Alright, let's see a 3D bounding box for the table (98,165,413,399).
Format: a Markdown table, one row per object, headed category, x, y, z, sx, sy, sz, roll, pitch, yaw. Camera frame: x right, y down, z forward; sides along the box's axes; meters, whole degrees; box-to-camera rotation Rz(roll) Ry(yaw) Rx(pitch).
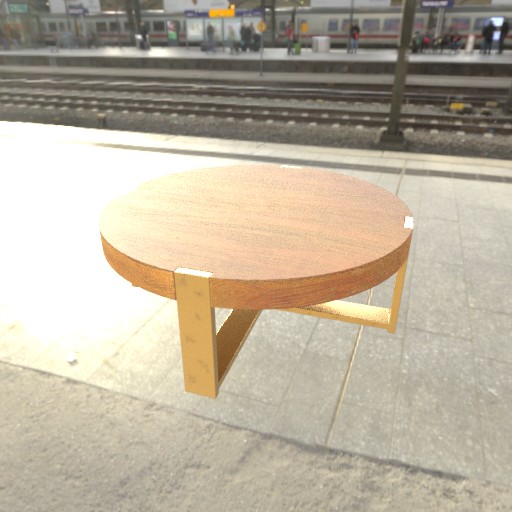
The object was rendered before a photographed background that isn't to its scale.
| category | x | y | z | sx | sy | sz | roll | pitch | yaw |
| --- | --- | --- | --- | --- | --- | --- | --- | --- | --- |
| table | 0.000 | 0.000 | 1.720 | 1.100 | 0.420 | 1.100 | 0 | 27 | 0 |
